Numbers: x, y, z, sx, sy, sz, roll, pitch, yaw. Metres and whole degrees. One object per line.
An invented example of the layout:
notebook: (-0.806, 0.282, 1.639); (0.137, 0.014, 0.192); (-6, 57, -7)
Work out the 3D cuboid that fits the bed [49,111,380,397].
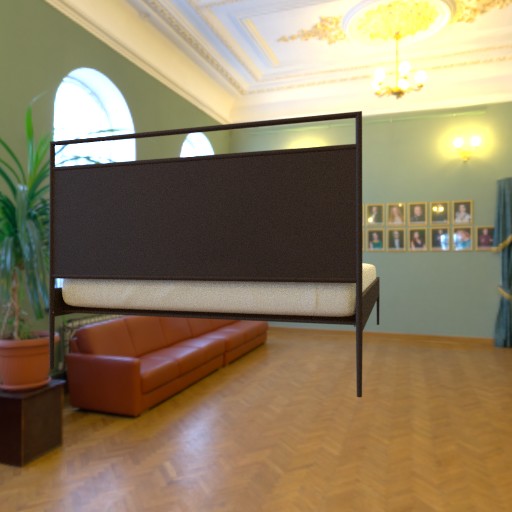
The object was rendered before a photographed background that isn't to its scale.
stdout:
bed: (0.000, 0.000, 3.054); (1.572, 1.173, 2.122); (0, 0, 17)
